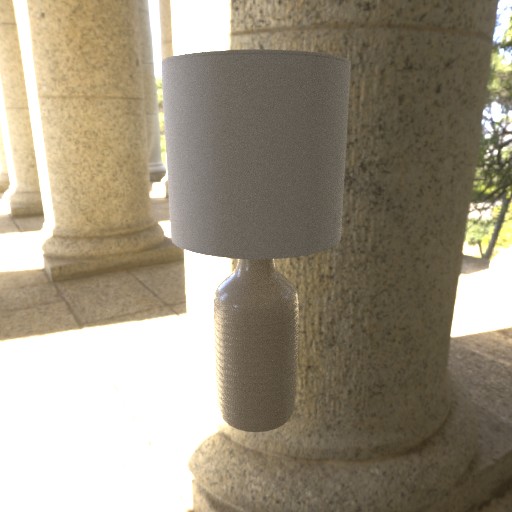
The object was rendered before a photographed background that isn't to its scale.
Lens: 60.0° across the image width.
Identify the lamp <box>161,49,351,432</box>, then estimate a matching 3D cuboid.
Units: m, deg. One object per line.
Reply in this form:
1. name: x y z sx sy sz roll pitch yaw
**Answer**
1. lamp: 0.000 0.000 0.594 0.220 0.475 0.220 9 19 27
